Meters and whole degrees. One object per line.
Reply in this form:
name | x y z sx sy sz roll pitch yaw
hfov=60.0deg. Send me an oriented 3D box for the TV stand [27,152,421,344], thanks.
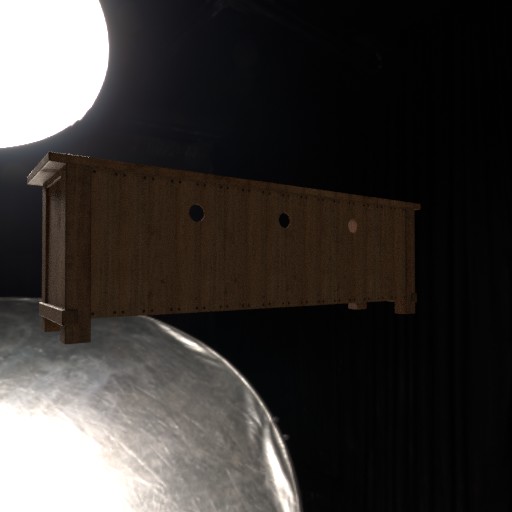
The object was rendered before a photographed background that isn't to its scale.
TV stand | 0.000 0.000 1.997 1.804 0.573 0.453 1 -2 -35
